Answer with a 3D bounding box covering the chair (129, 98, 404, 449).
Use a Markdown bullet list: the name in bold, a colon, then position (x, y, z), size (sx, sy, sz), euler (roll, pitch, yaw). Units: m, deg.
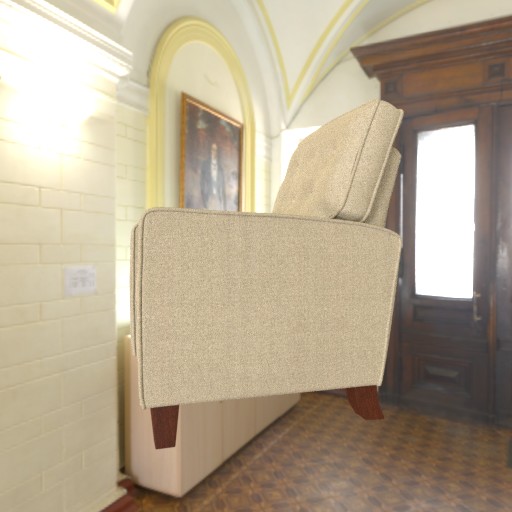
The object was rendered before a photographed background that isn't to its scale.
- **chair**: position (0.000, 0.000, 1.400), size (0.754, 0.888, 0.648), euler (0, 1, -17)
